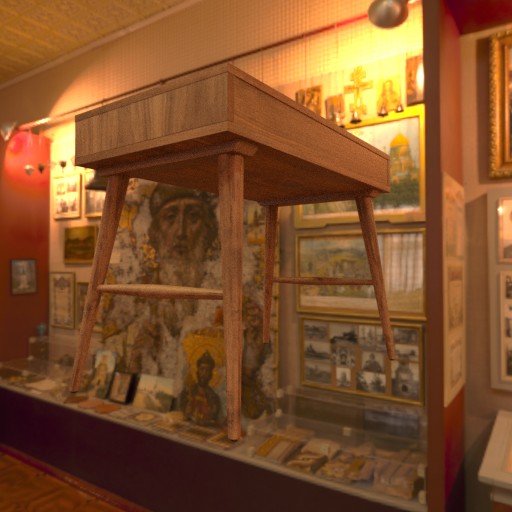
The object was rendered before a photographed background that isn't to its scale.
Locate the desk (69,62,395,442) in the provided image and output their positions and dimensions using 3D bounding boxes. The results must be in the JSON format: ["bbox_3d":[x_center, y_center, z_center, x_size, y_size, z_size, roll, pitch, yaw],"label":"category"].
[{"bbox_3d":[0.000,0.000,1.429,0.588,0.758,0.949,-1,-1,36],"label":"desk"}]
